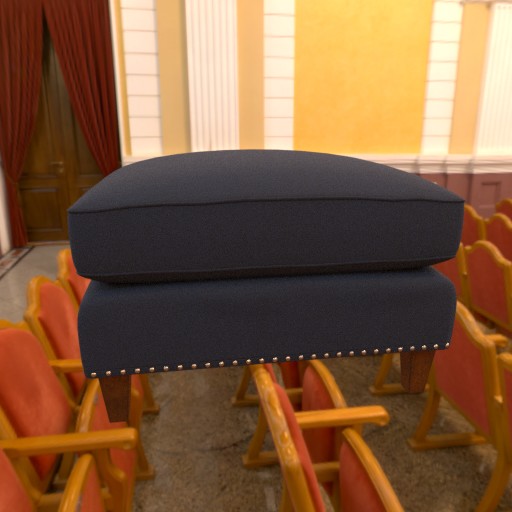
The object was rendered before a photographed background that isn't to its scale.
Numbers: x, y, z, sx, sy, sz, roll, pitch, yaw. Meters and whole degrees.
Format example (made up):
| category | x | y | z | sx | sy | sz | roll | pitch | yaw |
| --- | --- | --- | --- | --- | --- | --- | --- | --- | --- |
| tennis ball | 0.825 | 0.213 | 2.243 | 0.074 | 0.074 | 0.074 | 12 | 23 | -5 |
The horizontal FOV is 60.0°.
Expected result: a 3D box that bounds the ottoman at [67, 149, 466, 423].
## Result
| category | x | y | z | sx | sy | sz | roll | pitch | yaw |
| --- | --- | --- | --- | --- | --- | --- | --- | --- | --- |
| ottoman | 0.000 | 0.000 | 1.102 | 0.741 | 0.513 | 0.584 | -3 | 16 | -9 |
